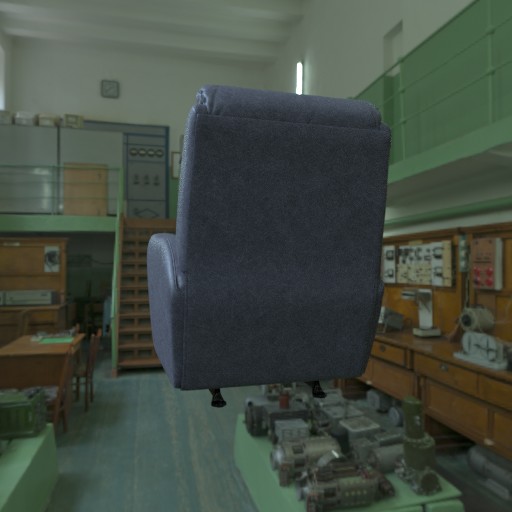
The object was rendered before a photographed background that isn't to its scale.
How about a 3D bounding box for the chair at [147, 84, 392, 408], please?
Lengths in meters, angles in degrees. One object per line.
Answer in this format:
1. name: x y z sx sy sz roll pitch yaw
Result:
1. chair: 0.000 0.000 1.869 0.865 1.067 1.067 0 -1 -16
